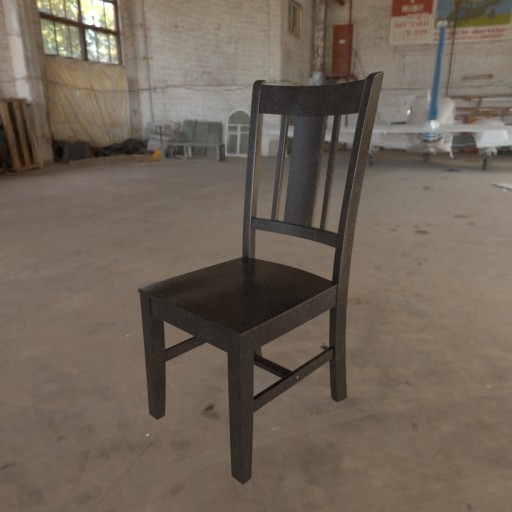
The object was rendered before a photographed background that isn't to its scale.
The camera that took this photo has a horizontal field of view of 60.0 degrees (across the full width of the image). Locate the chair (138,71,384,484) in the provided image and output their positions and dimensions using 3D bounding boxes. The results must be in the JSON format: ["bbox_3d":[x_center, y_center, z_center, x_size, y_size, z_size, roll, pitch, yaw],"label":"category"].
[{"bbox_3d":[0.000,0.000,1.285,0.450,0.998,0.555,16,23,40],"label":"chair"}]
